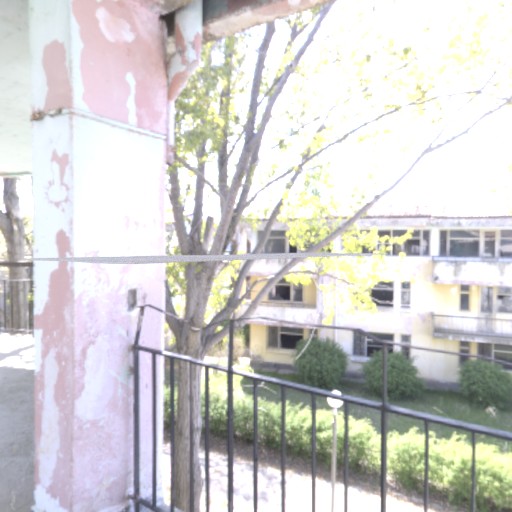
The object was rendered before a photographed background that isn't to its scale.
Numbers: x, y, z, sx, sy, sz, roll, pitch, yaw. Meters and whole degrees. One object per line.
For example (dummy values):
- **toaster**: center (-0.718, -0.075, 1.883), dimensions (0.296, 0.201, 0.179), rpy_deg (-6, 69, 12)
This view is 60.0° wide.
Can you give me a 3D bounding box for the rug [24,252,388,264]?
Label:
- **rug**: center (0.000, 0.000, 2.725), dimensions (0.770, 0.016, 2.442), rpy_deg (1, 1, 36)
